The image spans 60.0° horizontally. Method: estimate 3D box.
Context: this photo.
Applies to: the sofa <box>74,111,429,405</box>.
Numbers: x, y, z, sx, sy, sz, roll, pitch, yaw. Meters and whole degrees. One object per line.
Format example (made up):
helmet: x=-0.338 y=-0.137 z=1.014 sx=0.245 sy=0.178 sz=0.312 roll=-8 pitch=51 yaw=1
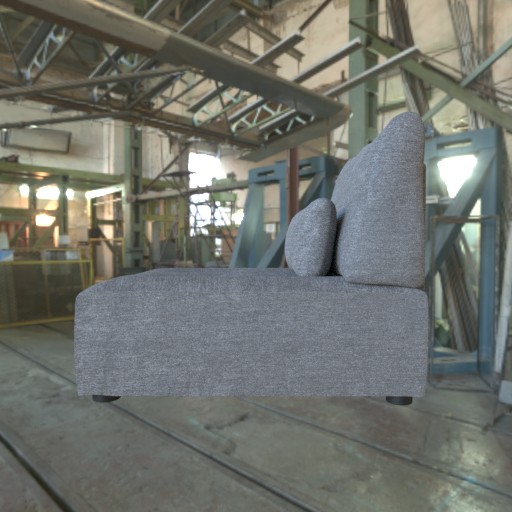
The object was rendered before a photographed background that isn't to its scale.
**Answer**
sofa: x=0.000 y=0.000 z=1.565 sx=1.000 sy=0.820 sz=0.700 roll=0 pitch=1 yaw=0
